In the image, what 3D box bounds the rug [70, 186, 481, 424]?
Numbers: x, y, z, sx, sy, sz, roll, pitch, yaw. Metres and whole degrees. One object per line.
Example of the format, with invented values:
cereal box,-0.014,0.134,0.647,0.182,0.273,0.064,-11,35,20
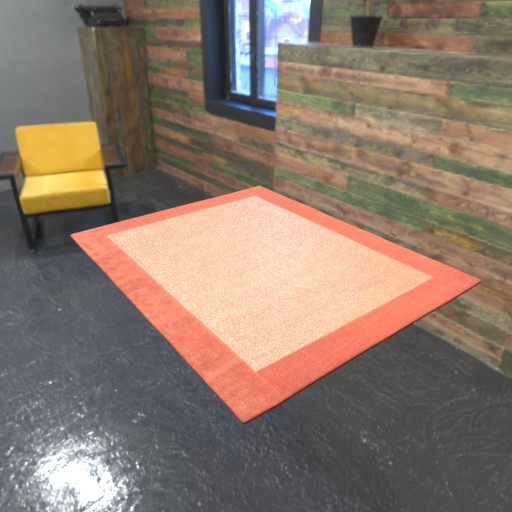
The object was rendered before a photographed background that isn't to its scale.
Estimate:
rug,0.000,0.000,4.046,2.430,0.018,2.976,-20,34,-32
